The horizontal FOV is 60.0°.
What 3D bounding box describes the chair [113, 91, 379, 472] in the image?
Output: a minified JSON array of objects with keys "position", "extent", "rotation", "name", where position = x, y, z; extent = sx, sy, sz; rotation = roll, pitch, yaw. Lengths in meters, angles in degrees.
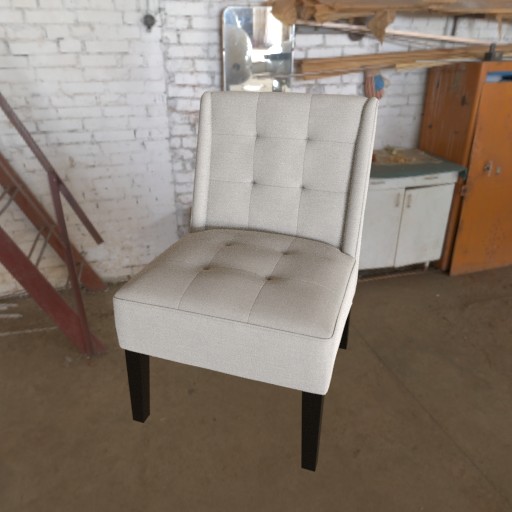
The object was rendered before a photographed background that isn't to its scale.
[{"position":[0.000,0.000,1.303],"extent":[0.569,0.853,0.676],"rotation":[8,27,17],"name":"chair"}]
